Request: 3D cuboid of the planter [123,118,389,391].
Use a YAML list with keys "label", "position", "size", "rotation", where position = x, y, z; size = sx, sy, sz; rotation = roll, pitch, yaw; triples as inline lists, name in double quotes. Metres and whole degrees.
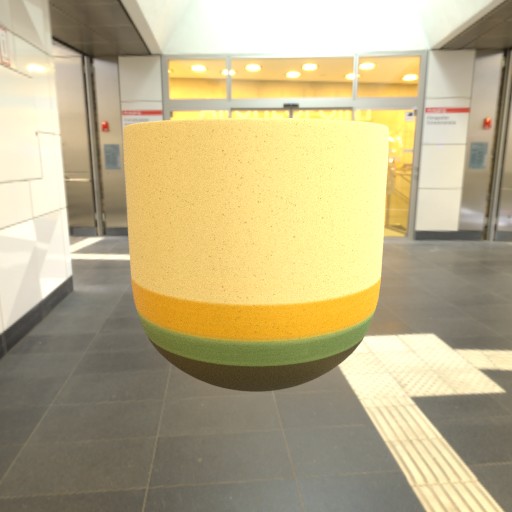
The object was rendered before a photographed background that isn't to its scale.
- label: "planter"
  position: [0.000, 0.000, 0.490]
  size: [0.268, 0.270, 0.268]
  rotation: [0, 12, 0]
